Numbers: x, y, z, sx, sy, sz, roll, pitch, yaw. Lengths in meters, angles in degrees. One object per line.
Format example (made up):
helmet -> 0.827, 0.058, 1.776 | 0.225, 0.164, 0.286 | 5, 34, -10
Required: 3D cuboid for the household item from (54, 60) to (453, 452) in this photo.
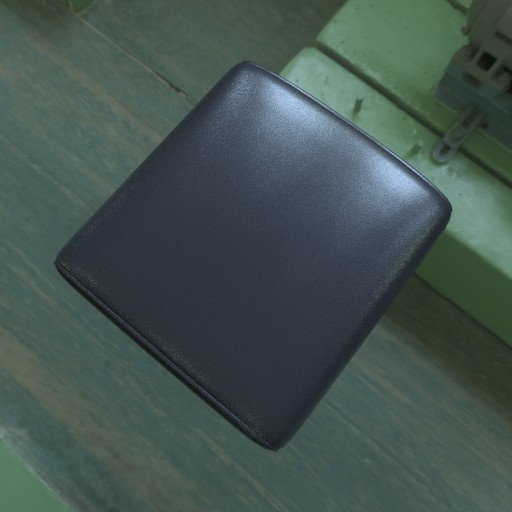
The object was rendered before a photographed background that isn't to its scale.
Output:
household item -> 0.000, 0.000, 0.891 | 0.530, 0.410, 0.530 | 38, 79, 9
